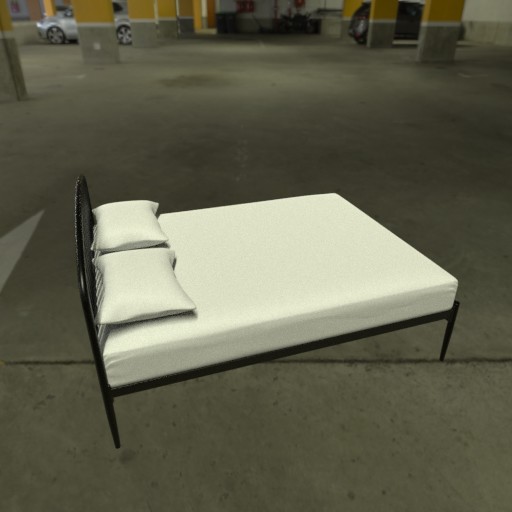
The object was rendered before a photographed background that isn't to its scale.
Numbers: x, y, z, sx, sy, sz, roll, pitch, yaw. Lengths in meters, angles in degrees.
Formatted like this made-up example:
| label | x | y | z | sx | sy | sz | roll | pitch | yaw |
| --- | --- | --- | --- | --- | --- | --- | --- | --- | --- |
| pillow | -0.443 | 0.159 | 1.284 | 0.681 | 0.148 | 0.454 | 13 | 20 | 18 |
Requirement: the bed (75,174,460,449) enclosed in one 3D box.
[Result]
| label | x | y | z | sx | sy | sz | roll | pitch | yaw |
| --- | --- | --- | --- | --- | --- | --- | --- | --- | --- |
| bed | 0.000 | 0.000 | 3.074 | 2.159 | 1.166 | 1.618 | -9 | 30 | -16 |
